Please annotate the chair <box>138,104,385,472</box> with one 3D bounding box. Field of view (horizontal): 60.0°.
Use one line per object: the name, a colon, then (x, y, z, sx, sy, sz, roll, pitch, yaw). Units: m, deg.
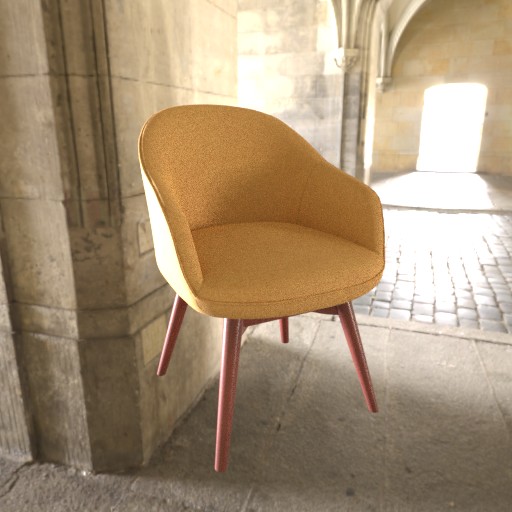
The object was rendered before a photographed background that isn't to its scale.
chair: (0.000, 0.000, 1.230, 0.596, 0.823, 0.635, -8, 18, -27)
